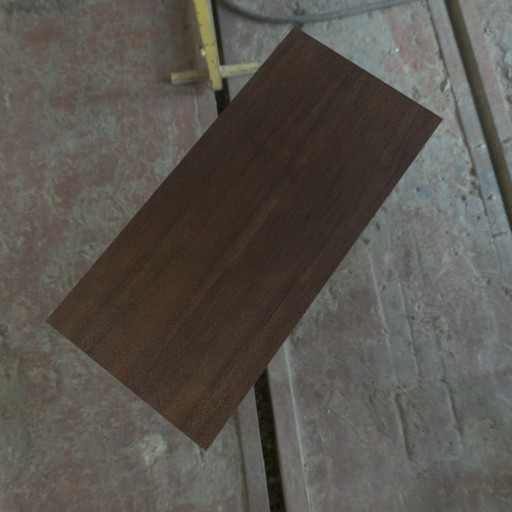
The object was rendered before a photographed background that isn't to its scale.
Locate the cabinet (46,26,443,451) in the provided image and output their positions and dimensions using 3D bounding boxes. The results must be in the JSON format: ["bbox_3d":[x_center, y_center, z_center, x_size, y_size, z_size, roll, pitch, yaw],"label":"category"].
[{"bbox_3d":[0.000,0.000,1.128,0.354,0.654,0.743,36,79,8],"label":"cabinet"}]
